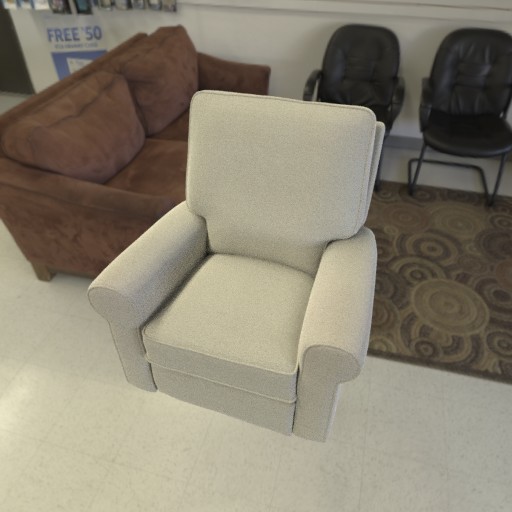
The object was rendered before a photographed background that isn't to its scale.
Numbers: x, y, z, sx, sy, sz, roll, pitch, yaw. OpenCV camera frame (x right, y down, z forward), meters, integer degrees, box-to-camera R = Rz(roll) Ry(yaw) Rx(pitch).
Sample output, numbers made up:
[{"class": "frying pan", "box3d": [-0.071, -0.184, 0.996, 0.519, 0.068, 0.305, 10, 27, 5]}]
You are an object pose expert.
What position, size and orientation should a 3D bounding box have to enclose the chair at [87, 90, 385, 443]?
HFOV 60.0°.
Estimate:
[{"class": "chair", "box3d": [0.000, 0.000, 1.640, 0.890, 0.960, 0.878, 12, 43, 13]}]
